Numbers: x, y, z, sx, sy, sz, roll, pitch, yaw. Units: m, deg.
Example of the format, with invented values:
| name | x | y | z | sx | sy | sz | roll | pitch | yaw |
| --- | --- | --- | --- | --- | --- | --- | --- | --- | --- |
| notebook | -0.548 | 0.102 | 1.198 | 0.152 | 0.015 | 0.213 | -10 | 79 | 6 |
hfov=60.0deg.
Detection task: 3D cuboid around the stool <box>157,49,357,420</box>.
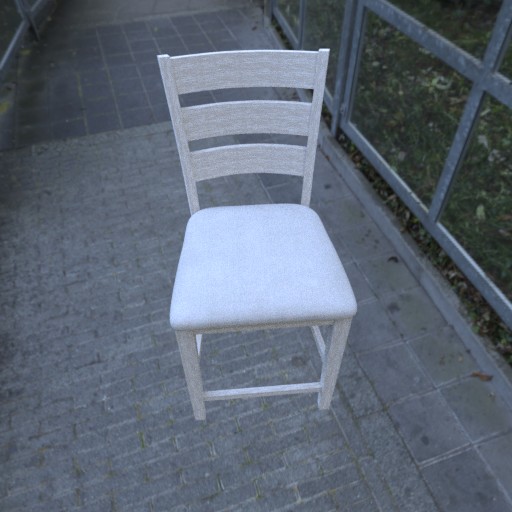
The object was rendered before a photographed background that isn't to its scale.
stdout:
| name | x | y | z | sx | sy | sz | roll | pitch | yaw |
| --- | --- | --- | --- | --- | --- | --- | --- | --- | --- |
| stool | 0.000 | 0.000 | 1.346 | 0.484 | 1.032 | 0.569 | -4 | 47 | -3 |
